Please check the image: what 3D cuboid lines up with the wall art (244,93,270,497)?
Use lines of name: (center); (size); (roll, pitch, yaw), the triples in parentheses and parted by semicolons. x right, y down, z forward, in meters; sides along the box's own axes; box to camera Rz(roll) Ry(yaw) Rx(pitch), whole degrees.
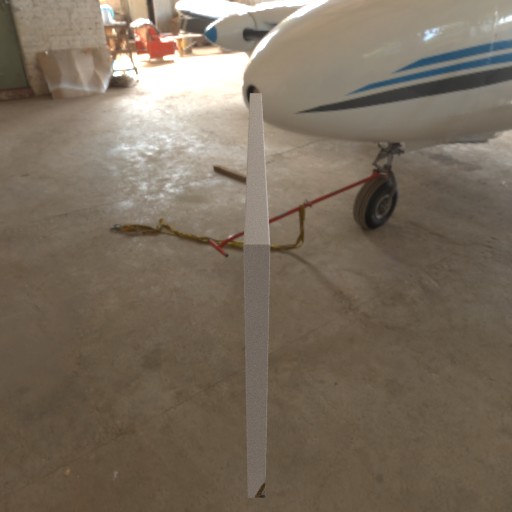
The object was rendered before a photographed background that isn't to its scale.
wall art: (0.000, 0.000, 1.124); (0.038, 0.601, 0.898); (0, 32, 0)
